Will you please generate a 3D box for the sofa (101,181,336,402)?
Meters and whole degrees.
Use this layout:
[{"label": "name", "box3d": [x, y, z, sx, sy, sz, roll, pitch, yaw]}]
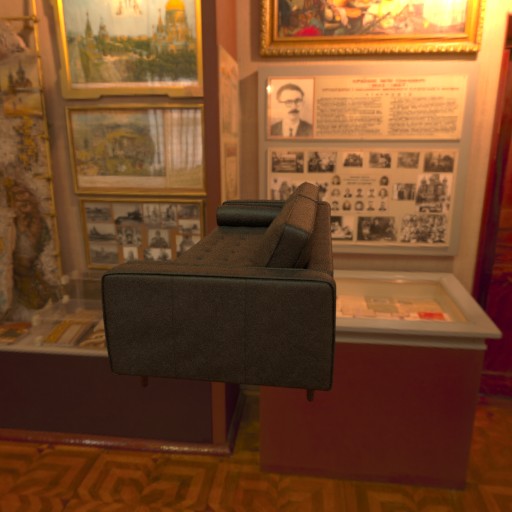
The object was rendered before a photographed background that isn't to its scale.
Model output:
[{"label": "sofa", "box3d": [0.000, 0.000, 2.695, 0.914, 0.762, 2.210, 2, 15, 8]}]
